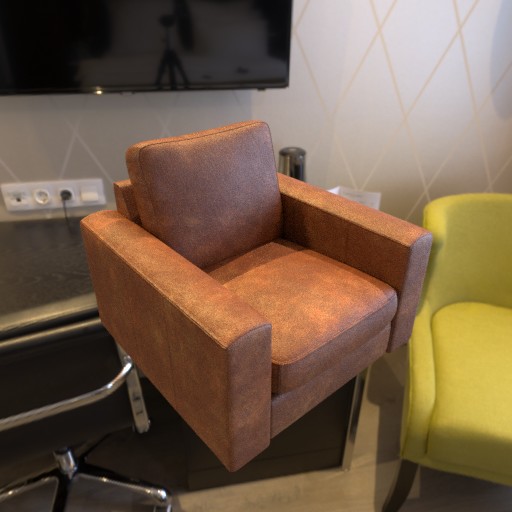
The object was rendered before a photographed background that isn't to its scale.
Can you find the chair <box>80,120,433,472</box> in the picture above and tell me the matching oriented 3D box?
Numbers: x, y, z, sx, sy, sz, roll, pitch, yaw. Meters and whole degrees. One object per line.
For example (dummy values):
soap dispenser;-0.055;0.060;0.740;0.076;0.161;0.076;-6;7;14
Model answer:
chair;0.000;0.000;1.773;1.005;0.873;1.016;-23;37;-34
